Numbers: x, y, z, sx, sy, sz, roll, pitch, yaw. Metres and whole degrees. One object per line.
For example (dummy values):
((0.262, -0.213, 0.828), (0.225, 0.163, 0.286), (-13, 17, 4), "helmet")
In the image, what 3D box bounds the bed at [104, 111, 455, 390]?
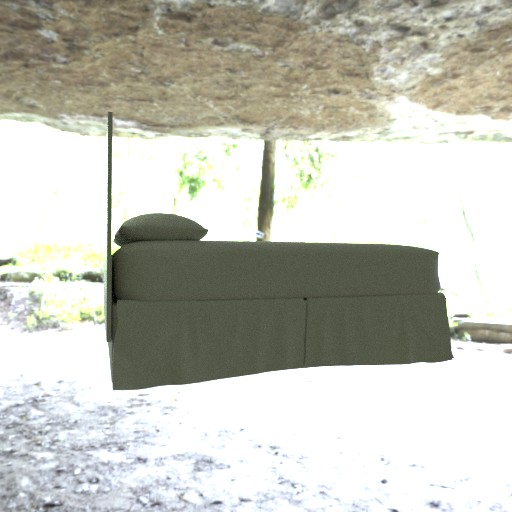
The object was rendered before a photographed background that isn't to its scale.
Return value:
((0.000, 0.000, 3.247), (2.094, 1.335, 1.745), (0, -1, -19), "bed")
